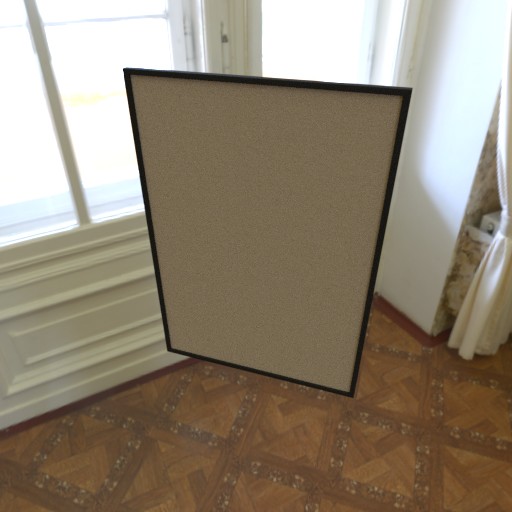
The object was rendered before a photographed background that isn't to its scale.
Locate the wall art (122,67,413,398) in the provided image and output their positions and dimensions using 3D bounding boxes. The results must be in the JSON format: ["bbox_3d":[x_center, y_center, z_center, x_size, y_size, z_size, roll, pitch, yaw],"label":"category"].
[{"bbox_3d":[0.000,0.000,0.863,0.460,0.660,0.013,10,35,15],"label":"wall art"}]
